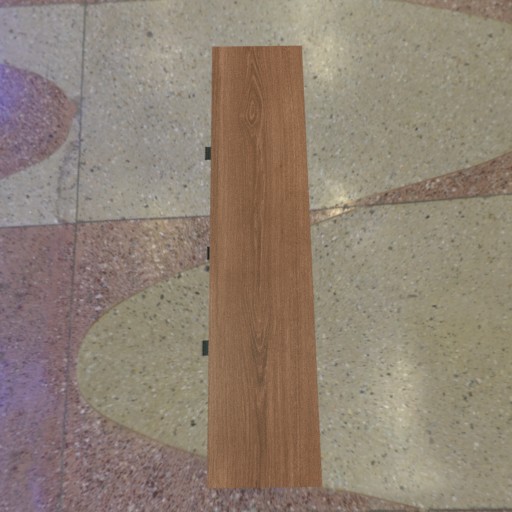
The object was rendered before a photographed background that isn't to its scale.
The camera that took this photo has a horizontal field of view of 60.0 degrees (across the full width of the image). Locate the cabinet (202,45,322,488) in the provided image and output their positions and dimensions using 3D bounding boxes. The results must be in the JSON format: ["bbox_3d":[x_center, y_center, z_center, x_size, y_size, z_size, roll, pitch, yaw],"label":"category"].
[{"bbox_3d":[0.000,0.000,1.857,0.400,0.500,1.650,-1,76,0],"label":"cabinet"}]
